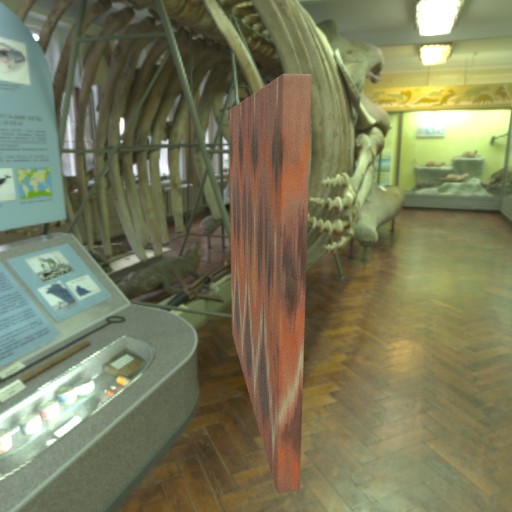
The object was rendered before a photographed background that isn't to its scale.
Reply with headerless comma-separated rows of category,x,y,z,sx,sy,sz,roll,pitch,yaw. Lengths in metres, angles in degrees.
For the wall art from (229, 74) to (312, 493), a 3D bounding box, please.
wall art,0.000,0.000,0.903,0.037,0.609,0.603,-2,14,-9
